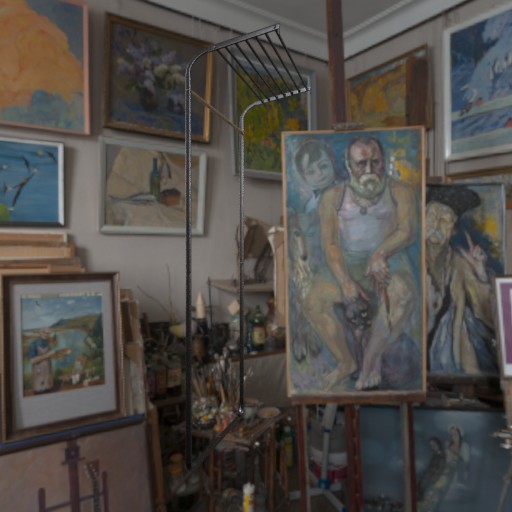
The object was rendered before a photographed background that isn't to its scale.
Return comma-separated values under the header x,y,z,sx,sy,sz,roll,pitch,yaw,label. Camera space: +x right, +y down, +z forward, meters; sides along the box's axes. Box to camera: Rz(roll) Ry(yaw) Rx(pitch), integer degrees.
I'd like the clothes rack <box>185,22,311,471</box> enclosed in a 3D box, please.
x,y,z,sx,sy,sz,roll,pitch,yaw,label
0.000,0.000,1.834,0.349,1.574,0.609,0,1,17,clothes rack
